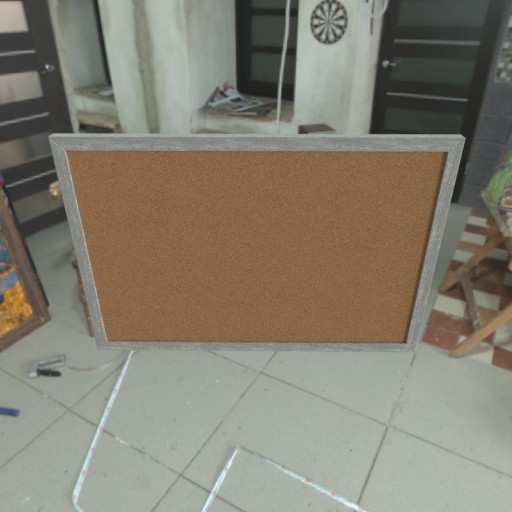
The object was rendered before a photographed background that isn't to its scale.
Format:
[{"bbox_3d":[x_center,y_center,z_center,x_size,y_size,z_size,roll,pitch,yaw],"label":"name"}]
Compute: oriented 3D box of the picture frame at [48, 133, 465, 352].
[{"bbox_3d":[0.000,0.000,1.181,0.950,0.640,0.029,0,30,1],"label":"picture frame"}]
